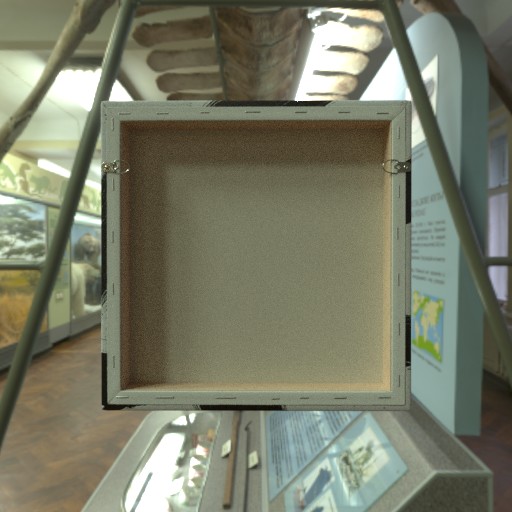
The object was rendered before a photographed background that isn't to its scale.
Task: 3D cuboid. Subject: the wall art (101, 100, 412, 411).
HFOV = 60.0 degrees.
[{"bbox_3d":[0.000,0.000,0.743,0.507,0.508,0.050,0,0,0],"label":"wall art"}]
